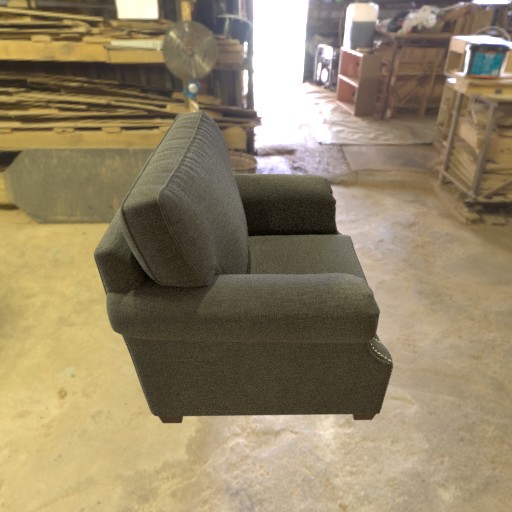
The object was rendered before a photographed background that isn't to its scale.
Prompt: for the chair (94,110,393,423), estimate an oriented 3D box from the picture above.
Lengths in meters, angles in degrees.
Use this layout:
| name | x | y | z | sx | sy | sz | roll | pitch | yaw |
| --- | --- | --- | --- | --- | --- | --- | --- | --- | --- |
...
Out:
| name | x | y | z | sx | sy | sz | roll | pitch | yaw |
| --- | --- | --- | --- | --- | --- | --- | --- | --- | --- |
| chair | 0.000 | 0.000 | 1.832 | 0.965 | 0.961 | 1.092 | 0 | 32 | -1 |
